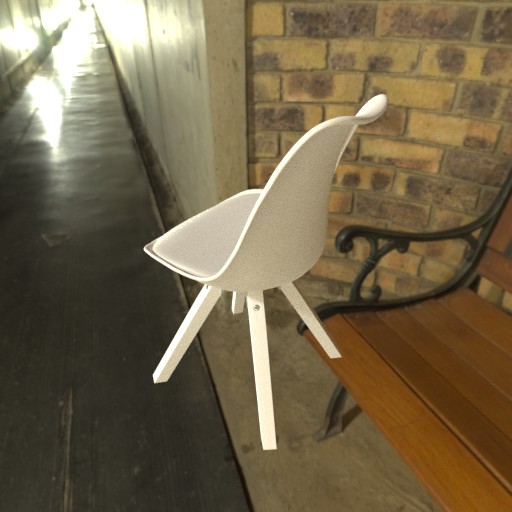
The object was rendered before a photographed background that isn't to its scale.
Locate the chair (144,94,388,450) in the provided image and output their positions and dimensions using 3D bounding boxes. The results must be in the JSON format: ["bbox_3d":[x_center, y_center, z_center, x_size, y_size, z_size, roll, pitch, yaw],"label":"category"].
[{"bbox_3d":[0.000,0.000,1.185,0.550,0.850,0.485,20,37,29],"label":"chair"}]
